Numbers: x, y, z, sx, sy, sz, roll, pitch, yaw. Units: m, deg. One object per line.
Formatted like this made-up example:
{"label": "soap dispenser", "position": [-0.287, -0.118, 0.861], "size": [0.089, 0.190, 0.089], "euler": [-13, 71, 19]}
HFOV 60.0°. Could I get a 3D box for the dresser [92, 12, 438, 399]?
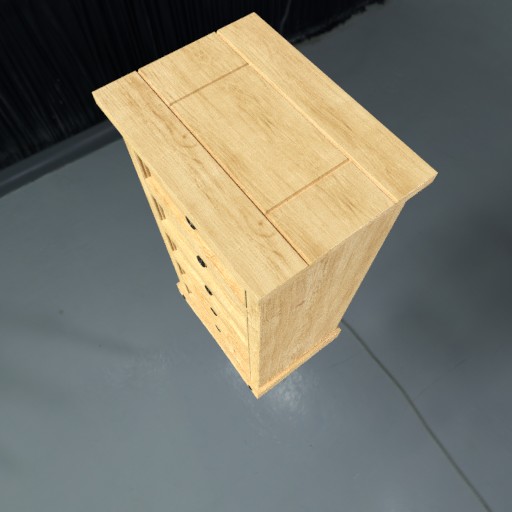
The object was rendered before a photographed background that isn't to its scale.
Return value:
{"label": "dresser", "position": [0.000, 0.000, 1.277], "size": [0.390, 1.041, 0.531], "euler": [-34, 69, -15]}
